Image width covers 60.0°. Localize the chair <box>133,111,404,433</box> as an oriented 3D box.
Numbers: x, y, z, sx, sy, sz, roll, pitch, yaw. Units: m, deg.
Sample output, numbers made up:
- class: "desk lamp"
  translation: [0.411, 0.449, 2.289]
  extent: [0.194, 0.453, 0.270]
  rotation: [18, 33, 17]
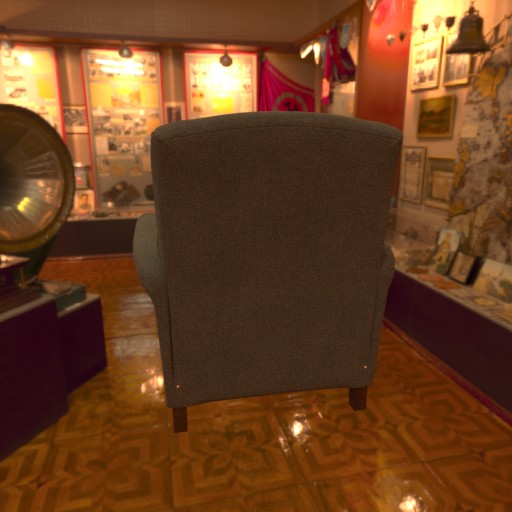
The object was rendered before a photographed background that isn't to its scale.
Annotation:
- class: "chair"
  translation: [0.000, 0.000, 1.780]
  extent: [0.978, 1.061, 0.905]
  rotation: [-3, 15, -11]
